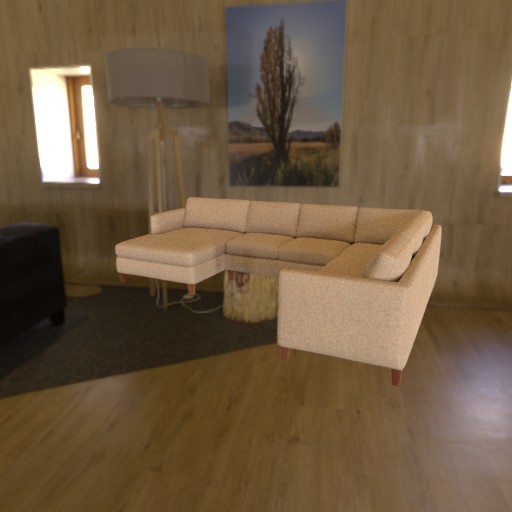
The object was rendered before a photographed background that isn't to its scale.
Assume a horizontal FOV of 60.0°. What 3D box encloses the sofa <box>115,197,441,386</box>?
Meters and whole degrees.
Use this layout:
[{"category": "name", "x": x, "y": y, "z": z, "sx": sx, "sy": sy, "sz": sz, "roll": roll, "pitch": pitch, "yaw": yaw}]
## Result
[{"category": "sofa", "x": 0.000, "y": 0.000, "z": 4.626, "sx": 3.403, "sy": 0.889, "sz": 2.551, "roll": 7, "pitch": 16, "yaw": 26}]
